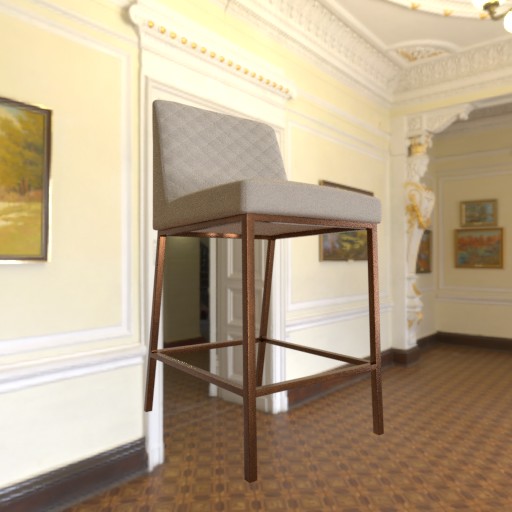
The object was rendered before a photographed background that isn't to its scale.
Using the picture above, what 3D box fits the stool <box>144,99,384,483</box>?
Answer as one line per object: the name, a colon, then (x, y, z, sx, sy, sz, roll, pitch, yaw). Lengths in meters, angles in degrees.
stool: (0.000, 0.000, 1.305, 0.507, 0.973, 0.576, 0, -1, -37)
